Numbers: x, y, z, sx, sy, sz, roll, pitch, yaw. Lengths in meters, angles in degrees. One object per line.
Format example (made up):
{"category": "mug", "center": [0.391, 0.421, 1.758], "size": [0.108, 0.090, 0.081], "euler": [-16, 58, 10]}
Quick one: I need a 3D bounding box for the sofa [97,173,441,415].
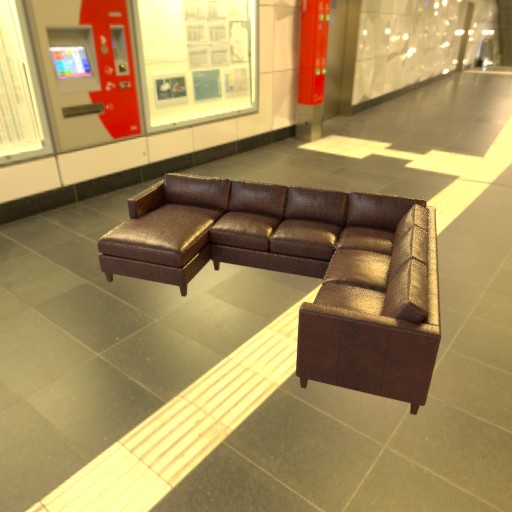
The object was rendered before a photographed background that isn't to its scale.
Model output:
{"category": "sofa", "center": [0.000, 0.000, 4.441], "size": [3.324, 0.891, 2.452], "euler": [9, 28, 17]}
